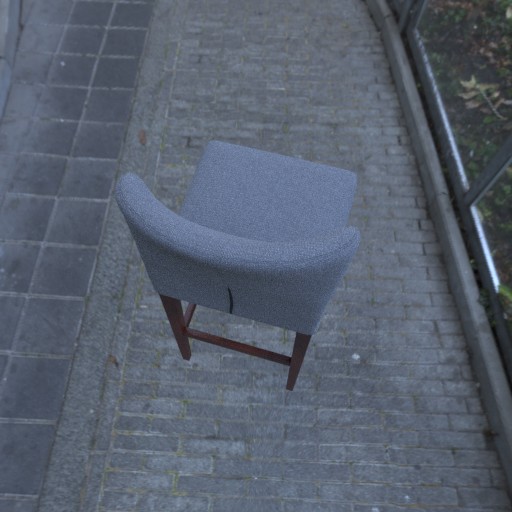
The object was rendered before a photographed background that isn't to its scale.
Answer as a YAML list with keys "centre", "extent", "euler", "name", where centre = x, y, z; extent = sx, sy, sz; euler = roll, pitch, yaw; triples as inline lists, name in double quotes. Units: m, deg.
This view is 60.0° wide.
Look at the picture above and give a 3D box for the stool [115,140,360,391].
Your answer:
- centre: [0.000, 0.000, 1.340]
  extent: [0.486, 1.069, 0.568]
  euler: [14, 64, 7]
  name: "stool"
